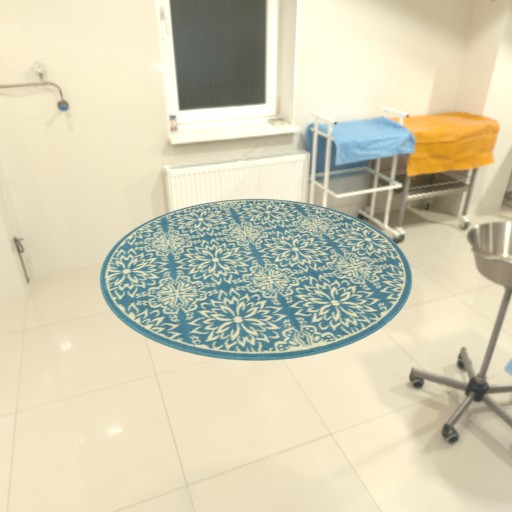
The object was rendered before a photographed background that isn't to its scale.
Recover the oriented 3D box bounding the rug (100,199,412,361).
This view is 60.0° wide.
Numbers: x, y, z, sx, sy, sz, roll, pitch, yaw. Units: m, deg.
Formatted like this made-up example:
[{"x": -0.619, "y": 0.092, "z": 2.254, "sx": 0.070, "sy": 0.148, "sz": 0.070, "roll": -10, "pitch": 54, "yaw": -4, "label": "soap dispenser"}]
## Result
[{"x": 0.000, "y": 0.000, "z": 2.363, "sx": 1.593, "sy": 0.012, "sz": 1.593, "roll": 0, "pitch": 30, "yaw": 0, "label": "rug"}]
